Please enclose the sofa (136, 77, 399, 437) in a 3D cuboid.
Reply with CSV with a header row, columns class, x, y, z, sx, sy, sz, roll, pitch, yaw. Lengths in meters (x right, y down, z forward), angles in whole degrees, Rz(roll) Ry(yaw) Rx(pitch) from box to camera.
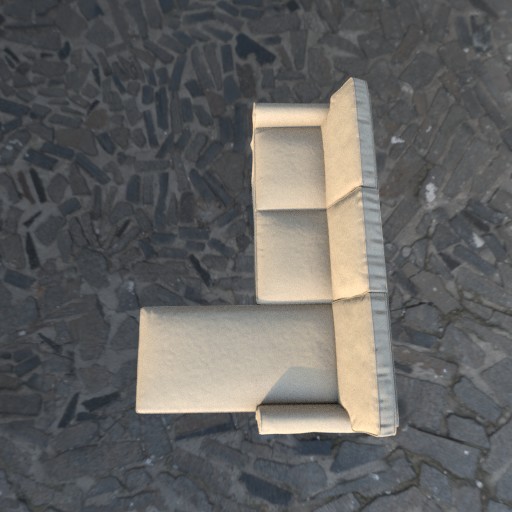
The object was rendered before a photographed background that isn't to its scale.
class,x,y,z,sx,sy,sz,roll,pitch,yaw
sofa,0.000,0.000,3.299,1.733,0.978,2.475,-1,76,0
